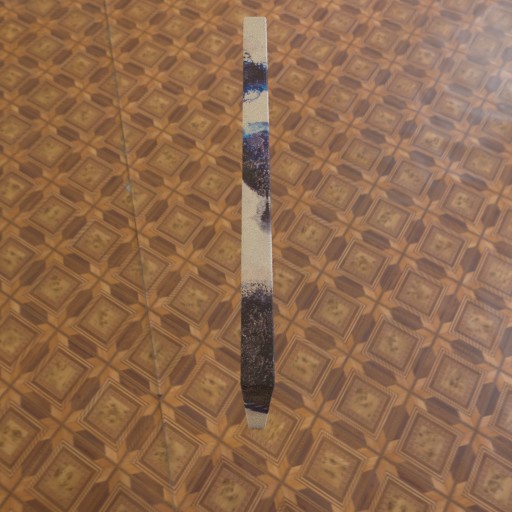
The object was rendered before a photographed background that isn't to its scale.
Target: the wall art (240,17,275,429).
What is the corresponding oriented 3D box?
[{"bbox_3d":[0.000,0.000,0.894,0.039,0.609,0.609,0,65,0],"label":"wall art"}]
